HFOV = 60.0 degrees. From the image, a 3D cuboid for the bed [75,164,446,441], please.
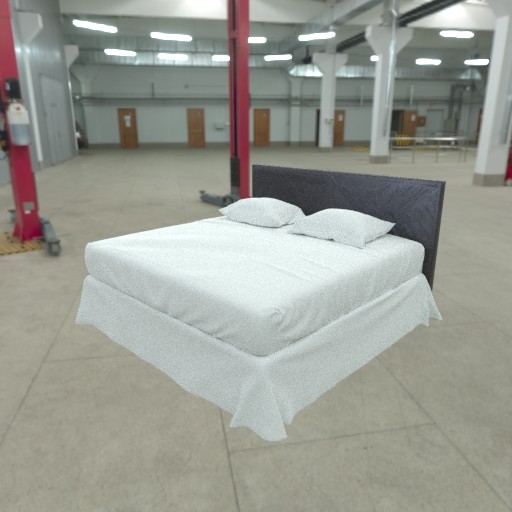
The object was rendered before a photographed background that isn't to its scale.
[{"bbox_3d":[0.000,0.000,3.503,2.255,1.158,2.165,16,23,41],"label":"bed"}]
